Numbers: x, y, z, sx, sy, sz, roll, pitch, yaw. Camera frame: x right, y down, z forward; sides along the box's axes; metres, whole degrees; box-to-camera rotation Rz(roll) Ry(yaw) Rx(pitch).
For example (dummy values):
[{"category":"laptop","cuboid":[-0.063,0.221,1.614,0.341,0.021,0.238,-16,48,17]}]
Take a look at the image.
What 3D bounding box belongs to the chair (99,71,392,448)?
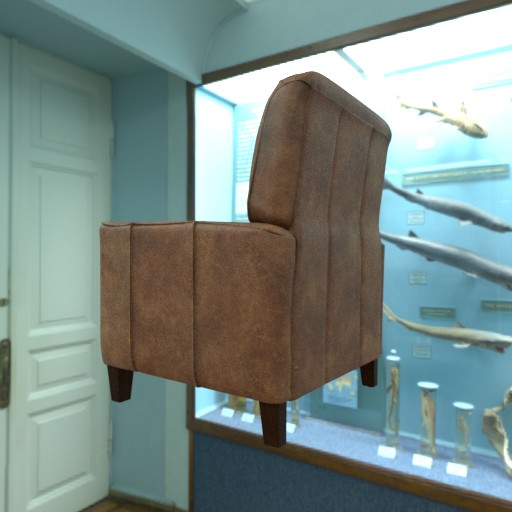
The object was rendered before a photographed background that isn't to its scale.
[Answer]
[{"category":"chair","cuboid":[0.000,0.000,1.677,0.836,1.043,0.843,0,-1,35]}]
